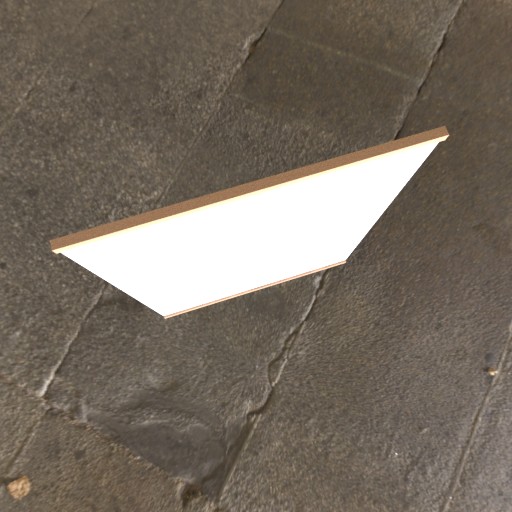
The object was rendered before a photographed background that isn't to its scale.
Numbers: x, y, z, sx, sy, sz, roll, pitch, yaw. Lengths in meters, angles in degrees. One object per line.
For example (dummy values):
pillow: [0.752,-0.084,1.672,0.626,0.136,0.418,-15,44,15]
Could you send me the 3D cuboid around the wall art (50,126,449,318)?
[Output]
wall art: [0.000,0.000,0.784,0.459,0.608,0.012,-17,76,-4]
